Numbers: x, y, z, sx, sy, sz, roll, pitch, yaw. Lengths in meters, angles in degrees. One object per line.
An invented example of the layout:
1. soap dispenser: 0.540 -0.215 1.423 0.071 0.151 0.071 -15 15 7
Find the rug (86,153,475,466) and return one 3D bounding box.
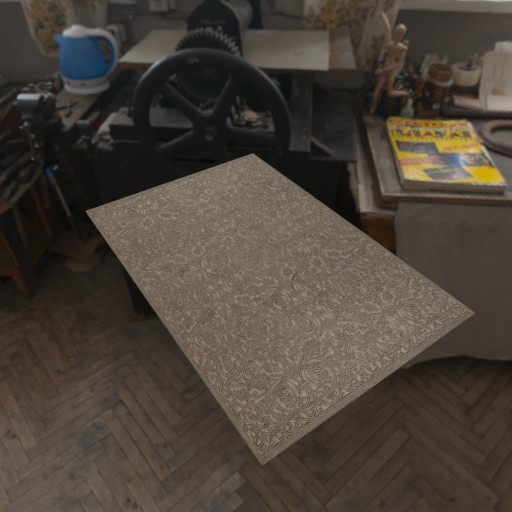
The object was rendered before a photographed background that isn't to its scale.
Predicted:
1. rug: 0.000 0.000 2.364 1.221 0.006 1.827 -25 48 -25
